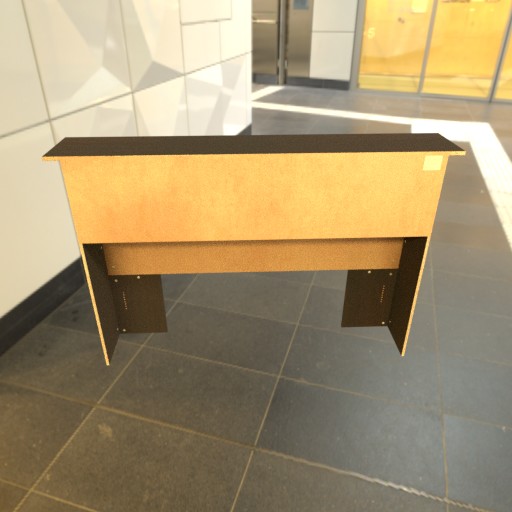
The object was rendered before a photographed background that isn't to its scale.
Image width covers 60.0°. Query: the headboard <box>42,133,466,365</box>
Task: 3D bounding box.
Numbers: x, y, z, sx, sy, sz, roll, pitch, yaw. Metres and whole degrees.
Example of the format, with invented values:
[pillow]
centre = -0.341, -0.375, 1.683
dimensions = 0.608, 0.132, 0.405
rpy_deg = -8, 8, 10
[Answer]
[headboard]
centre = 0.000, 0.000, 2.139
dimensions = 1.671, 1.092, 0.279
rpy_deg = -1, 30, -2
